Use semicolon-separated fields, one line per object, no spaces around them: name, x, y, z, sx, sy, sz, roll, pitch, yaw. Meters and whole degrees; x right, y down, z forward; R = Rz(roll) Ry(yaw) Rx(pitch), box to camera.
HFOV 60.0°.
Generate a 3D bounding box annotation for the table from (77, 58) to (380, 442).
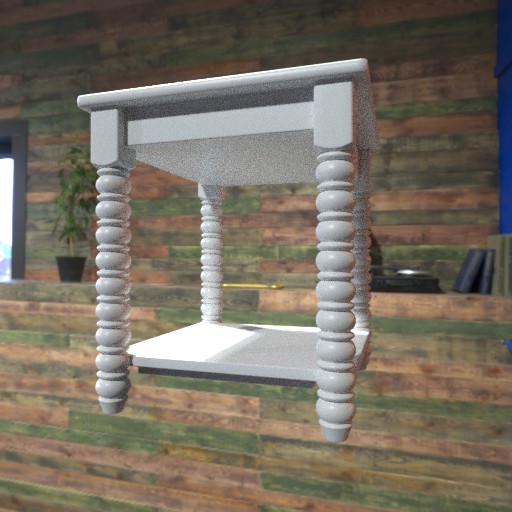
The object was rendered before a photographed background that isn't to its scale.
table;0.000;0.000;0.956;0.500;0.563;0.533;0;0;18
